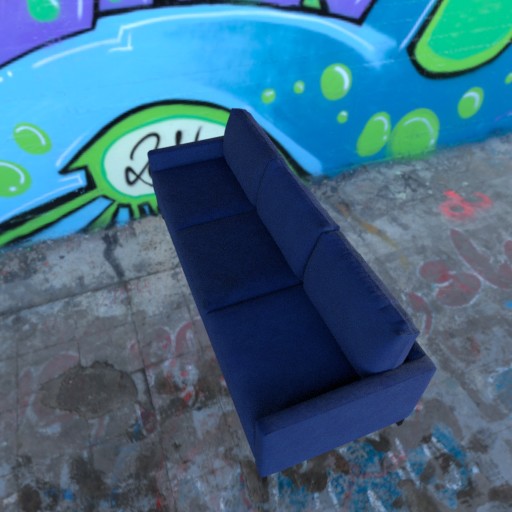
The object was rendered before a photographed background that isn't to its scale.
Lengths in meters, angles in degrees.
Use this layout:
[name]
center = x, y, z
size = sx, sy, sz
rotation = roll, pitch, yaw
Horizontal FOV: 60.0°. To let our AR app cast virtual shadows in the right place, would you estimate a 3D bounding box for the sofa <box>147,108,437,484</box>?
[sofa]
center = 0.000, 0.000, 2.703
size = 0.875, 0.879, 2.252
rotation = -16, 48, -15
